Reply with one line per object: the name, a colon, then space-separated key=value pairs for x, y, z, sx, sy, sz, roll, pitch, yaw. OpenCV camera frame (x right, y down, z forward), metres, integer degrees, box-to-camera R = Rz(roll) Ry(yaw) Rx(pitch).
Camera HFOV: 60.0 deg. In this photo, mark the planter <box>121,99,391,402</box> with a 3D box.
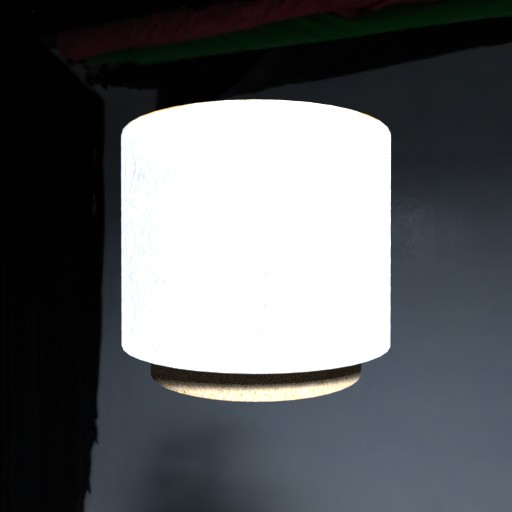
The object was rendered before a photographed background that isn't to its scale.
planter: x=0.000 y=0.000 z=0.439 sx=0.255 sy=0.223 sz=0.255 roll=0 pitch=1 yaw=0
